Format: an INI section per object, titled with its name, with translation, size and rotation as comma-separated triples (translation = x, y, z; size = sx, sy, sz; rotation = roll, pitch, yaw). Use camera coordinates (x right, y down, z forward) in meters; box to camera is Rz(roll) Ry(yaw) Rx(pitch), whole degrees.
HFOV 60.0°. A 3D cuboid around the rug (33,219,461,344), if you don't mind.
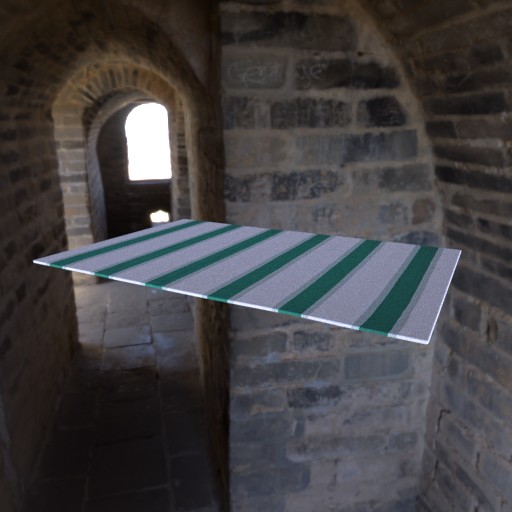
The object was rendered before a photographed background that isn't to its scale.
[rug]
translation = 0.000, 0.000, 2.263
size = 1.829, 0.012, 1.210
rotation = 8, 18, 27
